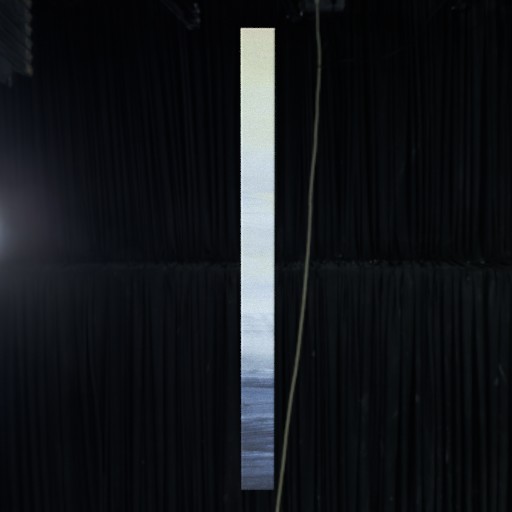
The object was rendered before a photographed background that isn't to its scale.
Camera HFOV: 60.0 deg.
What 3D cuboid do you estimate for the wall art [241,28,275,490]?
[{"bbox_3d":[0.000,0.000,0.708,0.037,0.511,0.435,0,2,0],"label":"wall art"}]
